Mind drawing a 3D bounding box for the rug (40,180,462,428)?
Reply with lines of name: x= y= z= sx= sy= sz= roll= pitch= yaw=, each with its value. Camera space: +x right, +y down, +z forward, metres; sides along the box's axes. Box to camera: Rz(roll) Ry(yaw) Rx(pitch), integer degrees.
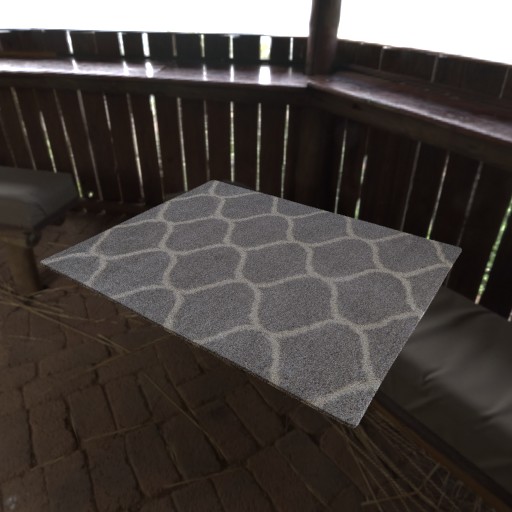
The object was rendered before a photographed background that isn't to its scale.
rug: x=0.000 y=0.000 z=4.003 sx=3.000 sy=0.026 sz=2.399 roll=20 pitch=36 yaw=29
